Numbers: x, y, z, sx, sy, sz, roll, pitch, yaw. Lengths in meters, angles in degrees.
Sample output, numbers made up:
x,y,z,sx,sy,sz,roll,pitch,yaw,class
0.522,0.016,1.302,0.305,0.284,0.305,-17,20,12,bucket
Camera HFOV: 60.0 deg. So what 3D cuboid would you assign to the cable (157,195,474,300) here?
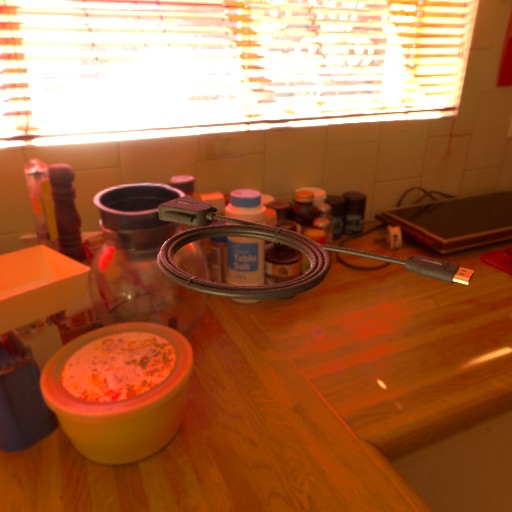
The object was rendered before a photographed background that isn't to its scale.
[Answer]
x,y,z,sx,sy,sz,roll,pitch,yaw,class
0.000,0.000,0.337,0.281,0.015,0.136,17,30,32,cable
